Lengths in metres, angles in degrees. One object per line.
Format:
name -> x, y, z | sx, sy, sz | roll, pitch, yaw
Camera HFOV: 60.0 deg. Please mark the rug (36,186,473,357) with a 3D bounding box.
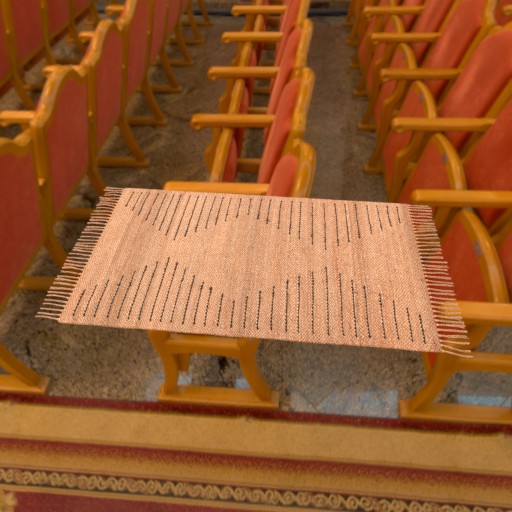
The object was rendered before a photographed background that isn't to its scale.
rug -> 0.000, 0.000, 2.012 | 1.718, 0.017, 0.905 | 4, 45, 4
